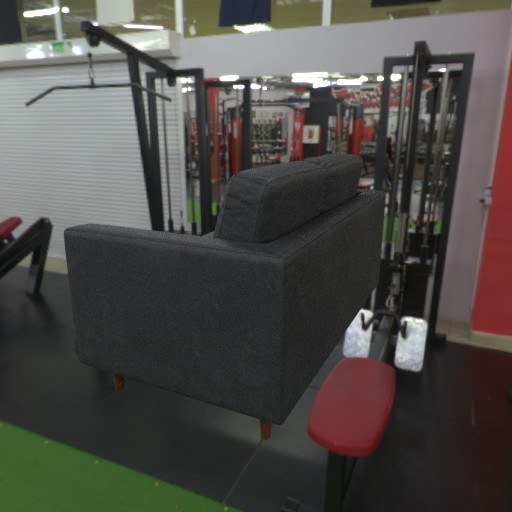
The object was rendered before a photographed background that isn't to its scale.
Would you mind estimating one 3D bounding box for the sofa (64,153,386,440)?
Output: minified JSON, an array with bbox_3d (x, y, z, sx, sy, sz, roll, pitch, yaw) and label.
[{"bbox_3d":[0.000,0.000,2.049,0.879,0.899,1.430,8,18,25],"label":"sofa"}]
